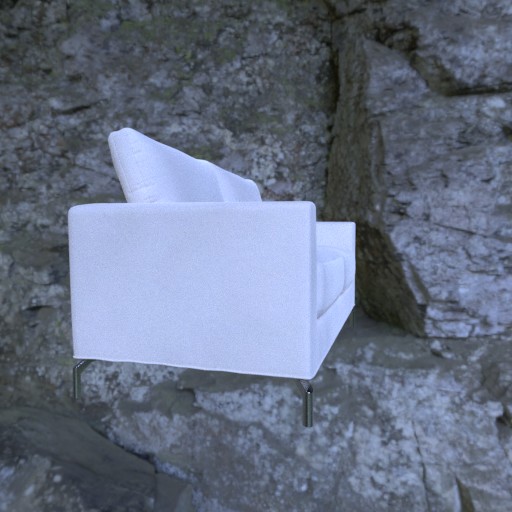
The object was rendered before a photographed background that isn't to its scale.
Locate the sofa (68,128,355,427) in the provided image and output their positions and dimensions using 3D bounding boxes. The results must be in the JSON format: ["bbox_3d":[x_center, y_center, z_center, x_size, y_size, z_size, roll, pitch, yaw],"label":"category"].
[{"bbox_3d":[0.000,0.000,2.286,0.906,0.995,1.739,1,2,17],"label":"sofa"}]
